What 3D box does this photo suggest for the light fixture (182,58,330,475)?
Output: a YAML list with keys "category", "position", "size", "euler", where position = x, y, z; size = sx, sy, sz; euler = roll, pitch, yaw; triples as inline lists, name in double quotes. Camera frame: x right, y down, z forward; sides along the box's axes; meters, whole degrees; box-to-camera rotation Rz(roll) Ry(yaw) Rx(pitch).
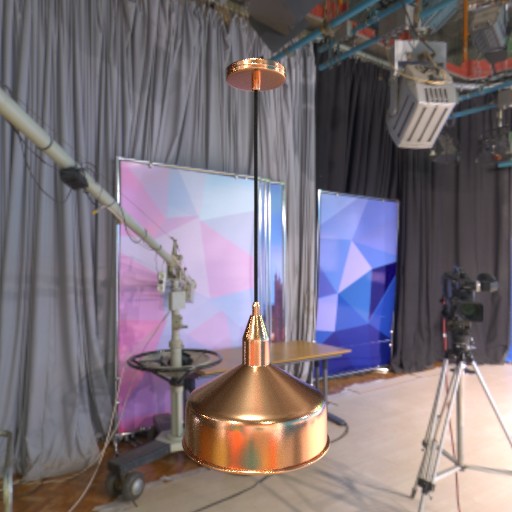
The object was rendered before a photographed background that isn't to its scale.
- category: "light fixture"
  position: [0.000, 0.000, 0.908]
  size: [0.301, 0.754, 0.301]
  euler: [0, 1, 17]
